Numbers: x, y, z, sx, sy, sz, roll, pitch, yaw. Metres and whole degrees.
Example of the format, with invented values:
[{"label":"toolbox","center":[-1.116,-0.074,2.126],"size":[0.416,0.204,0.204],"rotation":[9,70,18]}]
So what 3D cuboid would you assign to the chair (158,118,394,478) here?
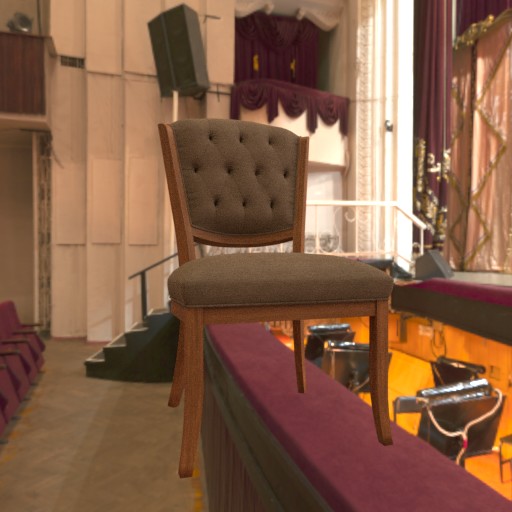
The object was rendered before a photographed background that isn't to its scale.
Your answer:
[{"label":"chair","center":[0.000,0.000,1.250],"size":[0.513,0.905,0.584],"rotation":[0,1,-18]}]
